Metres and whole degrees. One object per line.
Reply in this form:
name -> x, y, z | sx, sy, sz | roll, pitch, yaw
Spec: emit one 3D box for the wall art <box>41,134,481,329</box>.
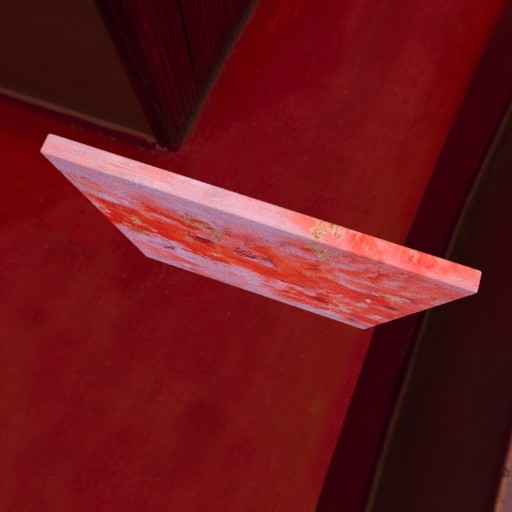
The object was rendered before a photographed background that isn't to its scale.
wall art -> 0.000, 0.000, 1.084 | 0.747, 0.746, 0.064 | 18, 77, 4
